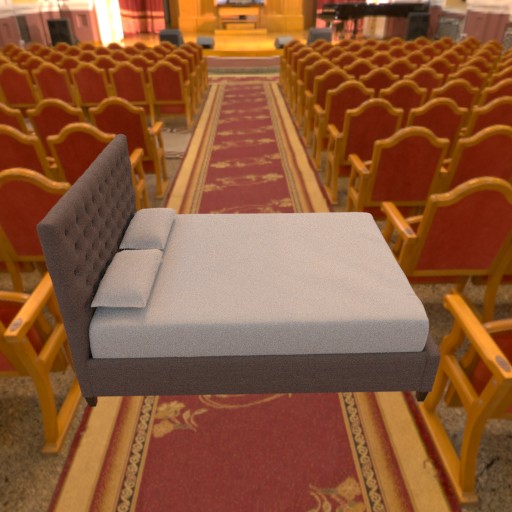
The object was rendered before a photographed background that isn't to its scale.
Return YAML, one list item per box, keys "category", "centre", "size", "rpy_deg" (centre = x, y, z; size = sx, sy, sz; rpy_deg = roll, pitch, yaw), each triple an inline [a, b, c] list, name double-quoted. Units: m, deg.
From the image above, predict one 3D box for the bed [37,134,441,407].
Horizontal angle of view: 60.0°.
- category: "bed"
  centre: [0.000, 0.000, 3.411]
  size: [2.387, 1.427, 1.698]
  rpy_deg: [-1, 31, -1]
